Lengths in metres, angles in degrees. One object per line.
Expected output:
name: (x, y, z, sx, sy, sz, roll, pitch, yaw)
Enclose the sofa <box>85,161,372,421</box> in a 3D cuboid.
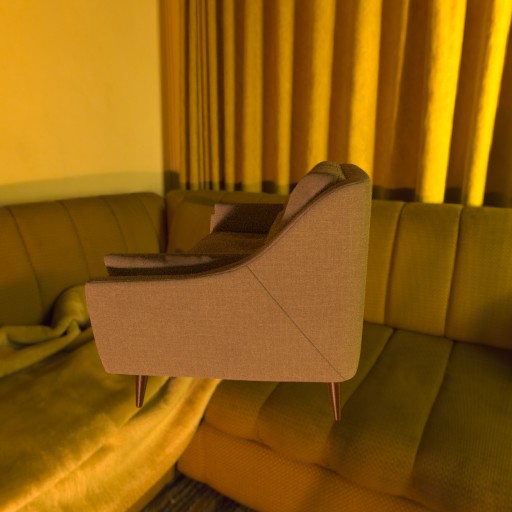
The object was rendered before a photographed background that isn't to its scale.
sofa: (0.000, 0.000, 2.179, 0.965, 0.888, 1.652, 2, 14, 9)
